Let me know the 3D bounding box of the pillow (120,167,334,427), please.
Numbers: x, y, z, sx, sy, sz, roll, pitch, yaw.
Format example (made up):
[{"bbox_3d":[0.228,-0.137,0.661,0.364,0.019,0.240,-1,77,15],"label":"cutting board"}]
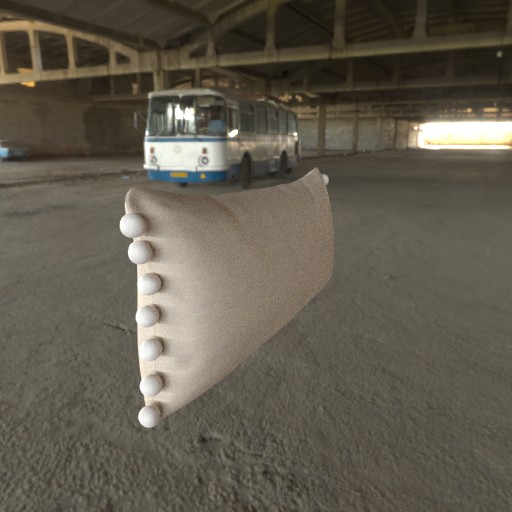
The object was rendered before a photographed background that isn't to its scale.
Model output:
[{"bbox_3d":[0.000,0.000,0.840,0.201,0.322,0.709,8,17,26],"label":"pillow"}]
